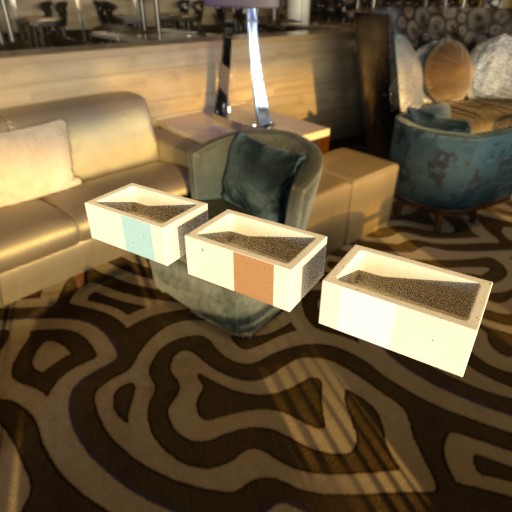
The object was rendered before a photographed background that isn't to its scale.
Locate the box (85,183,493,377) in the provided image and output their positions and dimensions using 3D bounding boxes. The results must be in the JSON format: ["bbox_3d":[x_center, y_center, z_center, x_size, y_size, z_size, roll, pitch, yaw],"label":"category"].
[{"bbox_3d":[0.000,0.000,0.494,0.461,0.051,0.082,18,35,28],"label":"box"}]
